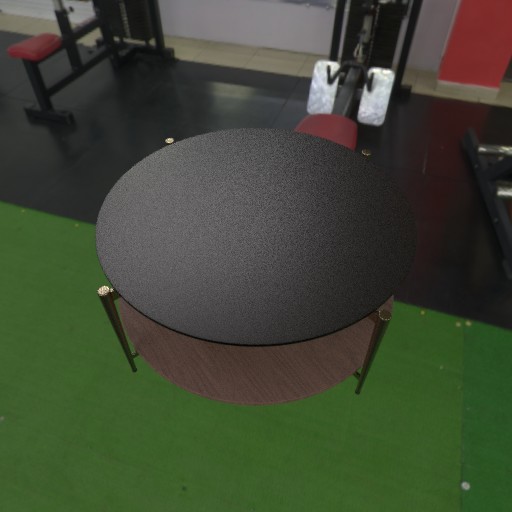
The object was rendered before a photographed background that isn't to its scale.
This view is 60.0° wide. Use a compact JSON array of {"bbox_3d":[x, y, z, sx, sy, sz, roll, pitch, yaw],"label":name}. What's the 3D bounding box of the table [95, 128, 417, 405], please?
[{"bbox_3d":[0.000,0.000,1.475,0.938,0.400,0.938,16,48,14],"label":"table"}]
